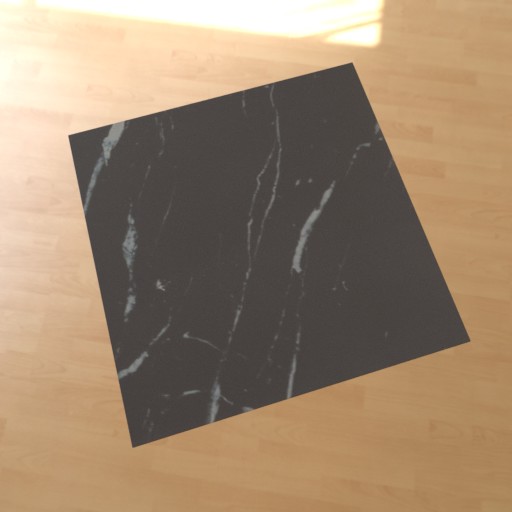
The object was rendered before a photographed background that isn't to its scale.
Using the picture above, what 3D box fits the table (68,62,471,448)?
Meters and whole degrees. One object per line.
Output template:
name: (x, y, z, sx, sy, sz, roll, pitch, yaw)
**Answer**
table: (0.000, 0.000, 1.316, 0.800, 0.450, 0.800, -16, 75, -4)
